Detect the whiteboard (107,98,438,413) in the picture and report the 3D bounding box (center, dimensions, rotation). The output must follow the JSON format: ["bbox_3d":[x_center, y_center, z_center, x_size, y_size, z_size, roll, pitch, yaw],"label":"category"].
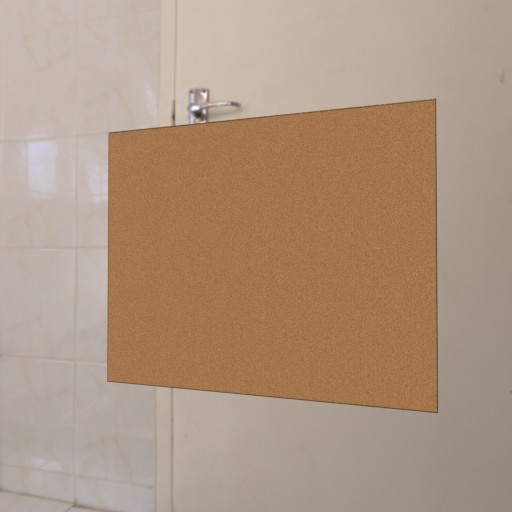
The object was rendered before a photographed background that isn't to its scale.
[{"bbox_3d":[0.000,0.000,0.743,0.561,0.457,0.029,0,-1,18],"label":"whiteboard"}]
